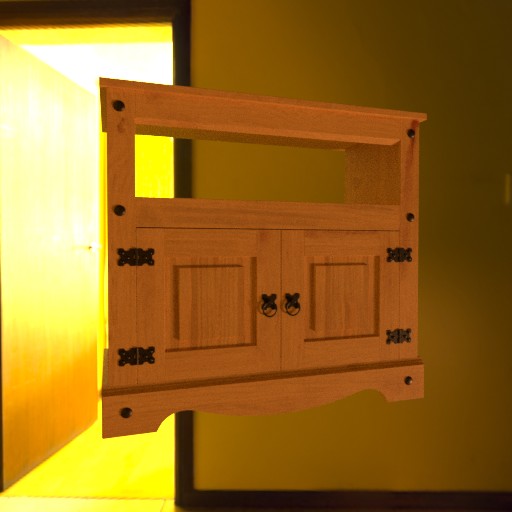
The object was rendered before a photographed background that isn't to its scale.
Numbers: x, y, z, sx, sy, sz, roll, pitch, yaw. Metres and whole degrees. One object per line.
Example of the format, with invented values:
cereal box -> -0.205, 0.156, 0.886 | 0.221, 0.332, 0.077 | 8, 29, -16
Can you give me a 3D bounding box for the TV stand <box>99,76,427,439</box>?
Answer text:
TV stand -> 0.000, 0.000, 1.294 | 0.851, 0.787, 0.430 | 0, 1, -18
